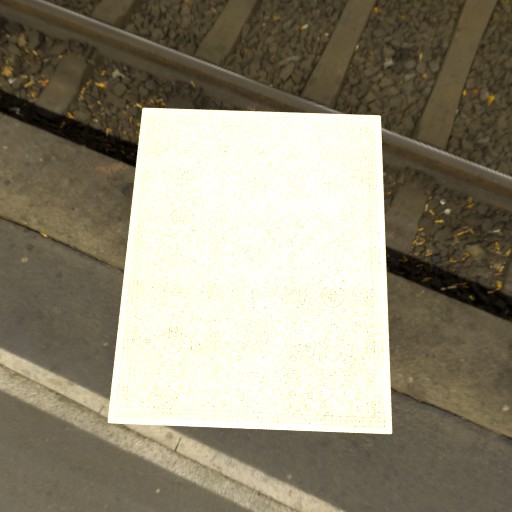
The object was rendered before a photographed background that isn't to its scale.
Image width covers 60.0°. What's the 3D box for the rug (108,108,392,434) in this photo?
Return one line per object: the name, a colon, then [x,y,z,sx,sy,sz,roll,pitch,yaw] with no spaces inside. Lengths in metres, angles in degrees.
rug: [0.000,0.000,4.174,2.441,0.015,3.050,2,76,1]
